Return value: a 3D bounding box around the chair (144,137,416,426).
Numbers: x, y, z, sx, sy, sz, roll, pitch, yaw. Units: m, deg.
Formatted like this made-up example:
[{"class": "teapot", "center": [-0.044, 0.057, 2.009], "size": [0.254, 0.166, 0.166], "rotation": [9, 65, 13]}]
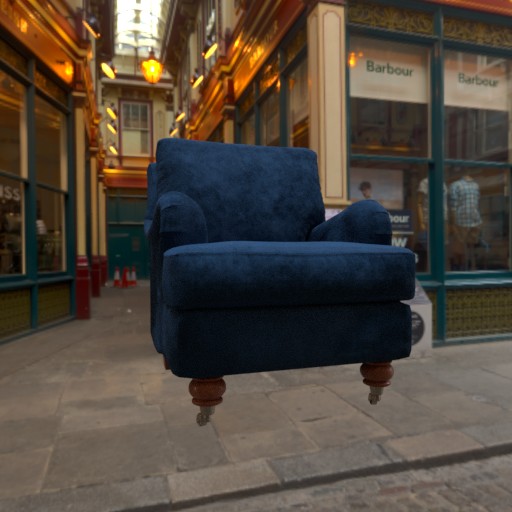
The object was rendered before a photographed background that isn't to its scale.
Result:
[{"class": "chair", "center": [0.000, 0.000, 1.900], "size": [0.895, 1.076, 1.078], "rotation": [0, 1, -18]}]
